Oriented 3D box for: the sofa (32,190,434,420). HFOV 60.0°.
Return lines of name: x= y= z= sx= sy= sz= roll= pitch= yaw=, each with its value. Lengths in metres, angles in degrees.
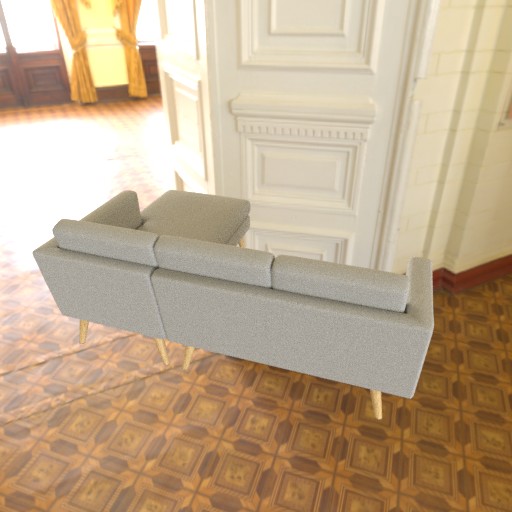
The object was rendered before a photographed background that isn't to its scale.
sofa: x=0.000 y=0.000 z=2.831 sx=2.040 sy=0.860 sz=1.530 roll=10 pitch=32 yaw=16
